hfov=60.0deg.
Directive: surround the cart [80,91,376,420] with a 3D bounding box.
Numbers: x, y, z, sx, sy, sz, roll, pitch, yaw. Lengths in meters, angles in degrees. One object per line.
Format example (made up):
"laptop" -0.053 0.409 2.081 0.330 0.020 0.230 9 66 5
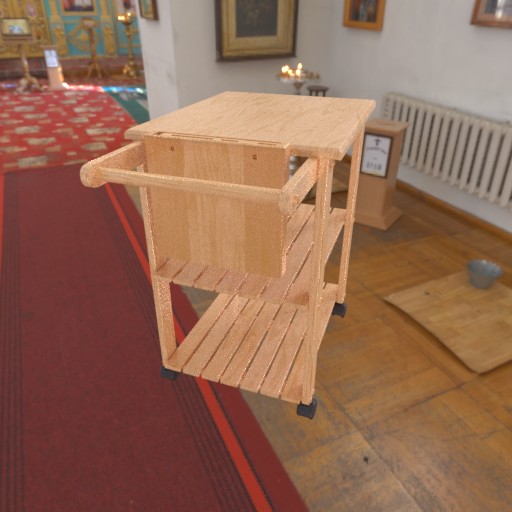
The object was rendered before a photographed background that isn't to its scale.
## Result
"cart" 0.000 0.000 1.340 0.520 0.816 0.843 10 31 17
